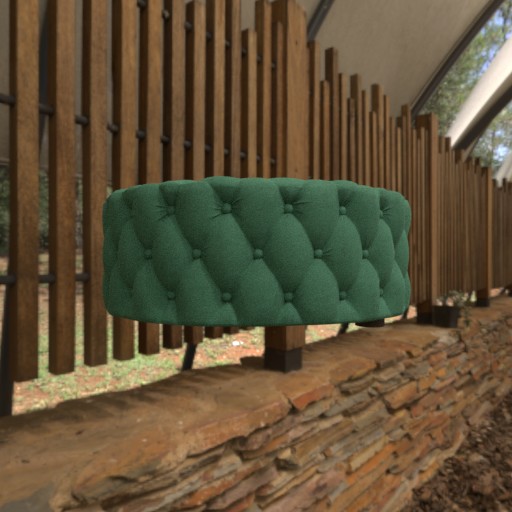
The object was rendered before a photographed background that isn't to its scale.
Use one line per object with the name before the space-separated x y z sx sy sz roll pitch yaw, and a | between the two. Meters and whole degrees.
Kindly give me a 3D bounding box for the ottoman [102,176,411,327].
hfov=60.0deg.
ottoman | 0.000 0.000 1.505 0.998 0.399 0.998 0 0 0
